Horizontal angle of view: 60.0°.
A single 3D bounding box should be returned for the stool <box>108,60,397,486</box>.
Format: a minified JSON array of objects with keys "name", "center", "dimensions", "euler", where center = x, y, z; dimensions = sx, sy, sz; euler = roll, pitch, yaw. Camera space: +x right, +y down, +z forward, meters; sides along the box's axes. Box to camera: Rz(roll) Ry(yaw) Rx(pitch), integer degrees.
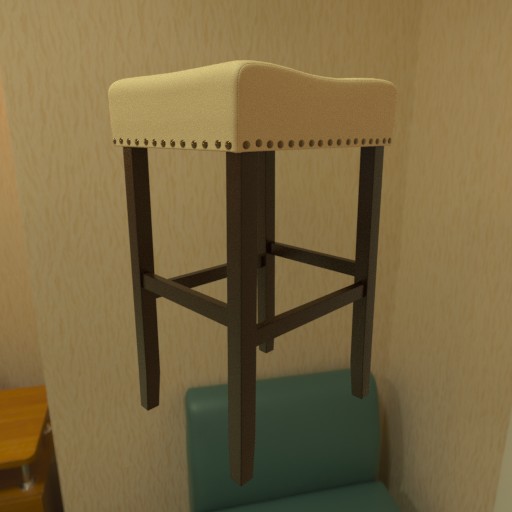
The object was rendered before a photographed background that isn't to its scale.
[{"name":"stool","center":[0.000,0.000,1.021],"dimensions":[0.471,0.762,0.401],"euler":[-15,22,-42]}]
